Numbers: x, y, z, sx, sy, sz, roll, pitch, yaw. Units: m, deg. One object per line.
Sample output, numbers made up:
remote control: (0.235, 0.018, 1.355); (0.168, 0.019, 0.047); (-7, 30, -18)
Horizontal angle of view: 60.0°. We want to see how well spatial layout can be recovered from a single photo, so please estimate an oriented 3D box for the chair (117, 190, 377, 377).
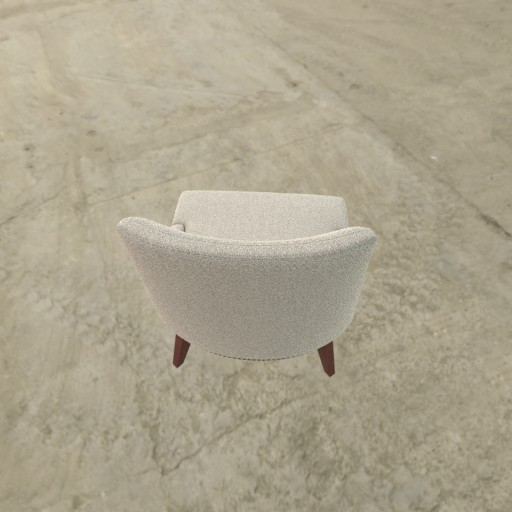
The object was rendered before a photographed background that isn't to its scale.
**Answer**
chair: (0.000, 0.000, 1.492); (0.701, 0.909, 0.861); (3, 47, 3)
